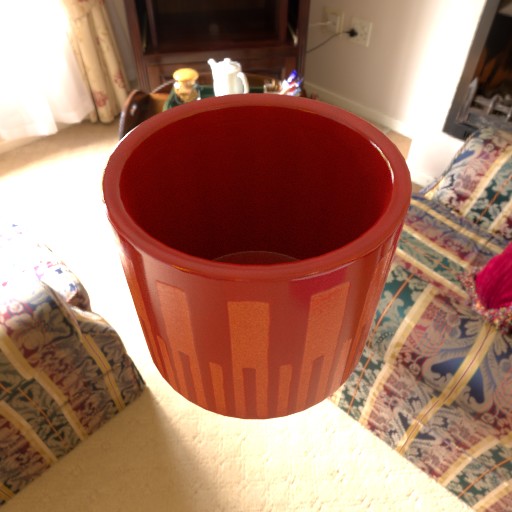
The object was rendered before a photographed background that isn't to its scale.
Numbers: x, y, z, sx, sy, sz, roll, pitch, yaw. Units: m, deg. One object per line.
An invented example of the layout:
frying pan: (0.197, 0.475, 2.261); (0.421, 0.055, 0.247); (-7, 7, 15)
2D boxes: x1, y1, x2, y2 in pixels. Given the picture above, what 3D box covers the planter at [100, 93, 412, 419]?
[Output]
planter: (0.000, 0.000, 0.404); (0.230, 0.202, 0.230); (0, 46, 0)
